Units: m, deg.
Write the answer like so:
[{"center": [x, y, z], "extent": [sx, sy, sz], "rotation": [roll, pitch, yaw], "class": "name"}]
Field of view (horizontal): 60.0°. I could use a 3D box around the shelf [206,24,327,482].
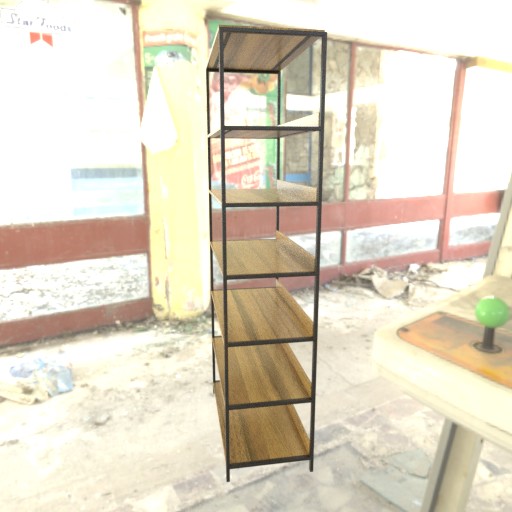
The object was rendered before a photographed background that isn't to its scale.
[{"center": [0.000, 0.000, 2.344], "extent": [0.431, 2.015, 0.847], "rotation": [-2, 13, -10], "class": "shelf"}]
